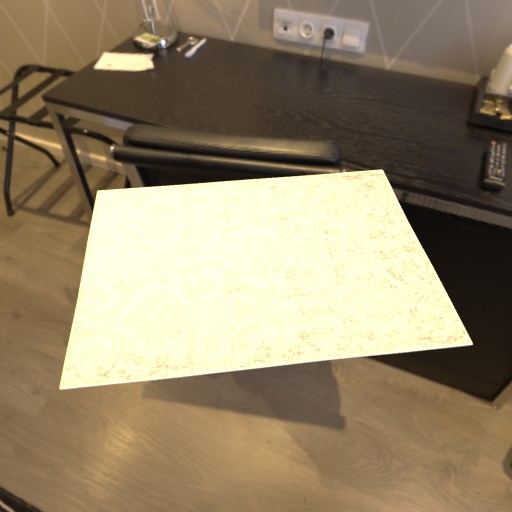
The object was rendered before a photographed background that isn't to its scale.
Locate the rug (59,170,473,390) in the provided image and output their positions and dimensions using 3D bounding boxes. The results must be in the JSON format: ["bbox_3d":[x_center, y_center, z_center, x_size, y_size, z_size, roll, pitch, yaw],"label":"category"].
[{"bbox_3d":[0.000,0.000,2.873,2.202,0.014,1.598,-5,48,-5],"label":"rug"}]
